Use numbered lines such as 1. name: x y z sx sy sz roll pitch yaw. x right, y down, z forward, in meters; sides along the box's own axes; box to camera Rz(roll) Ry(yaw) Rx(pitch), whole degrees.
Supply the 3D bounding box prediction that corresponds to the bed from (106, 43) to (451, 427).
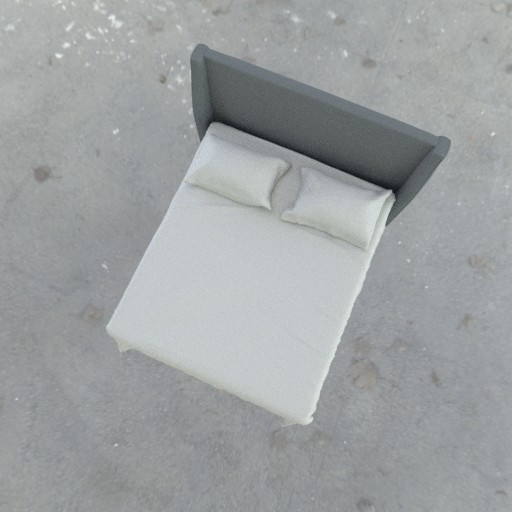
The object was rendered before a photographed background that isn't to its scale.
1. bed: 0.000 0.000 3.456 1.925 1.332 2.276 23 78 5
